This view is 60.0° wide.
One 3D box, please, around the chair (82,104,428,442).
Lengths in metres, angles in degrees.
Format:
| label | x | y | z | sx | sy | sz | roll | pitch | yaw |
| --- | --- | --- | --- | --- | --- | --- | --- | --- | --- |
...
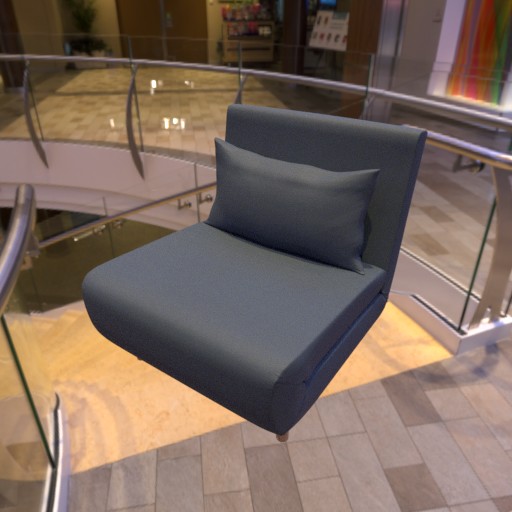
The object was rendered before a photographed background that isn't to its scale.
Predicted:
| label | x | y | z | sx | sy | sz | roll | pitch | yaw |
| --- | --- | --- | --- | --- | --- | --- | --- | --- | --- |
| chair | 0.000 | 0.000 | 1.495 | 0.770 | 0.808 | 0.900 | 19 | 35 | 30 |
